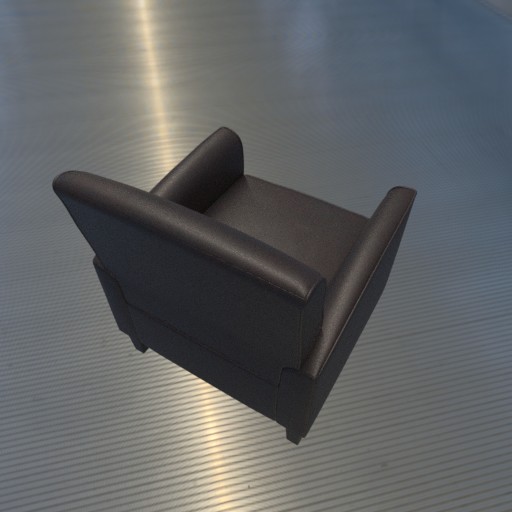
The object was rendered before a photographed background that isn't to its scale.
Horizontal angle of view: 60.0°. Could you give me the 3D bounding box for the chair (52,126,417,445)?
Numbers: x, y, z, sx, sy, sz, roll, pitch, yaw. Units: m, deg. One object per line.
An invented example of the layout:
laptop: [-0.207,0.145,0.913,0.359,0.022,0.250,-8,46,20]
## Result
chair: [0.000,0.000,1.550,0.820,0.916,0.819,24,51,21]
